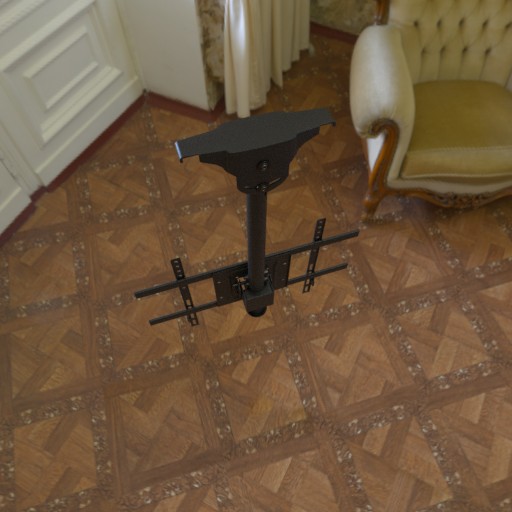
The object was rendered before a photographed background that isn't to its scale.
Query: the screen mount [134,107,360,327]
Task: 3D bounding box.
[{"bbox_3d":[0.000,0.000,1.030,0.595,0.775,0.090,-16,60,-9],"label":"screen mount"}]
